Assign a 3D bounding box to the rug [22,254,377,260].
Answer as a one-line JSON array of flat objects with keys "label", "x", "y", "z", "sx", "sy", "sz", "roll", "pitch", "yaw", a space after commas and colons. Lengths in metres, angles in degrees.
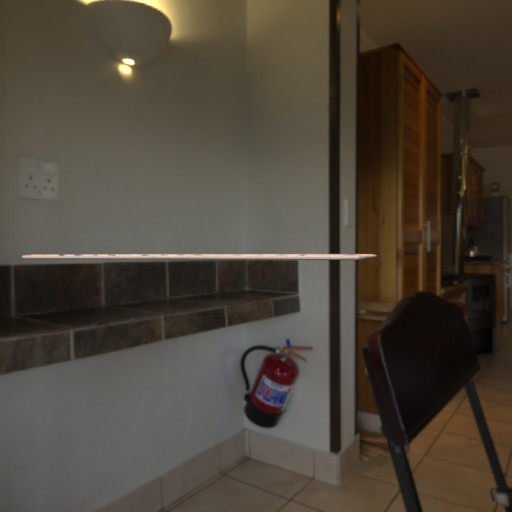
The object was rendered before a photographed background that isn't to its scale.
[{"label": "rug", "x": 0.000, "y": 0.000, "z": 2.990, "sx": 1.521, "sy": 0.023, "sz": 2.464, "roll": 0, "pitch": 0, "yaw": 16}]
